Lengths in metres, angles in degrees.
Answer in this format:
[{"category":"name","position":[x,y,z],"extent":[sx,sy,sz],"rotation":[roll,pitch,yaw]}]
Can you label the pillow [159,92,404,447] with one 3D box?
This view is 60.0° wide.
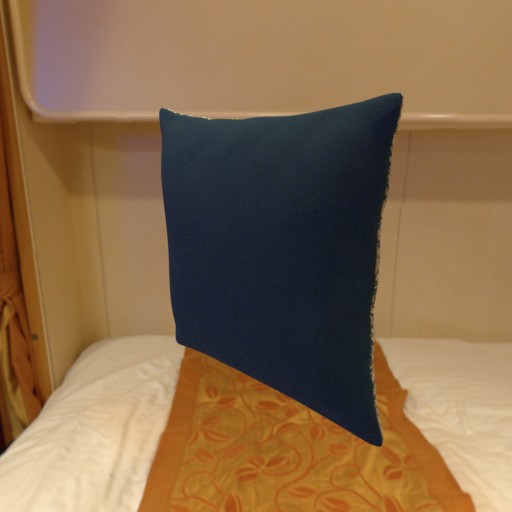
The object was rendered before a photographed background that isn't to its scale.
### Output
[{"category":"pillow","position":[0.000,0.000,0.775],"extent":[0.523,0.510,0.166],"rotation":[15,21,43]}]
